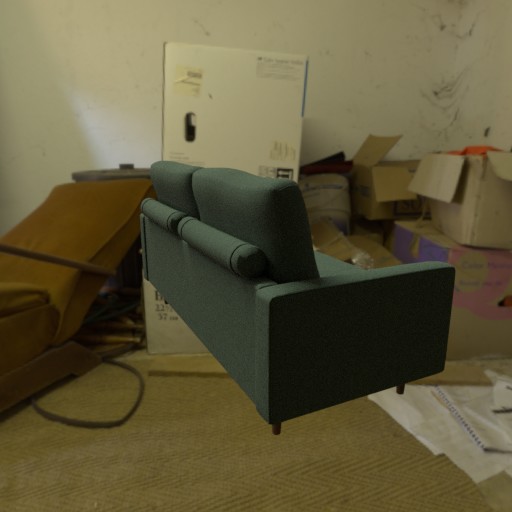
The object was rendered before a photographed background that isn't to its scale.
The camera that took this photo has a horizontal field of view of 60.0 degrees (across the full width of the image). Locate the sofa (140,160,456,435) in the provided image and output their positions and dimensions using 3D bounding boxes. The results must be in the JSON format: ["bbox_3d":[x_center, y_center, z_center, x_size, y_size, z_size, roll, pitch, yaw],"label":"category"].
[{"bbox_3d":[0.000,0.000,2.564,0.966,1.050,2.010,-7,16,-25],"label":"sofa"}]
